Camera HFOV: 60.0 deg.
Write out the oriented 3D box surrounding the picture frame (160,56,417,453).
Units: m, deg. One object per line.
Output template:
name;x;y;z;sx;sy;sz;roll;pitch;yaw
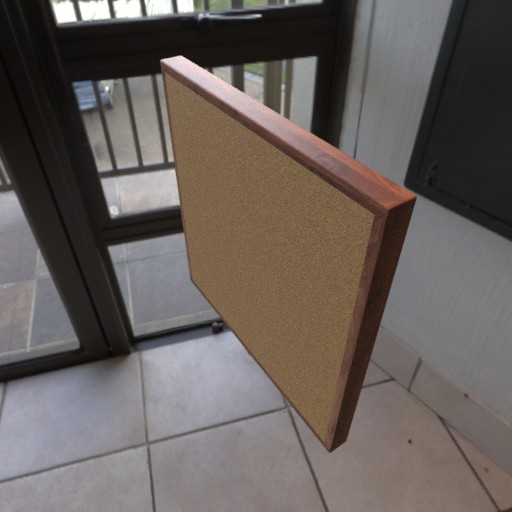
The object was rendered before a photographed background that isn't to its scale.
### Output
picture frame;0.000;0.000;0.522;0.028;0.356;0.352;-24;47;-25
